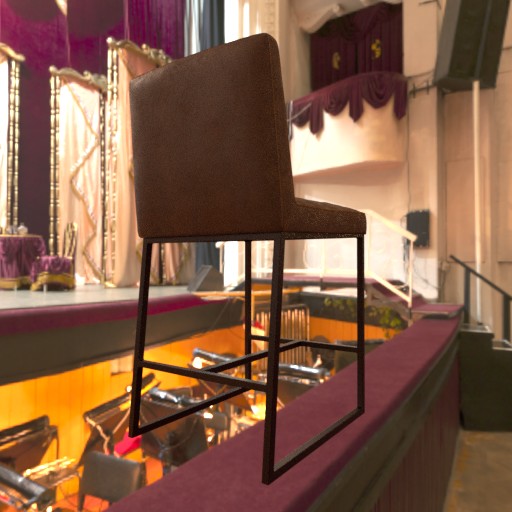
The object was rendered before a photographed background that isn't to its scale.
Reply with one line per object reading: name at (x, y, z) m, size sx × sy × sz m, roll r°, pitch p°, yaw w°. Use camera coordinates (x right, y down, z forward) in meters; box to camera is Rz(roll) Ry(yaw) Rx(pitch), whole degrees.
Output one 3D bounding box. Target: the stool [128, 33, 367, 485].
stool at (0.000, 0.000, 1.252) m, size 0.463 × 0.942 × 0.562 m, roll 0°, pitch -1°, yaw 35°
